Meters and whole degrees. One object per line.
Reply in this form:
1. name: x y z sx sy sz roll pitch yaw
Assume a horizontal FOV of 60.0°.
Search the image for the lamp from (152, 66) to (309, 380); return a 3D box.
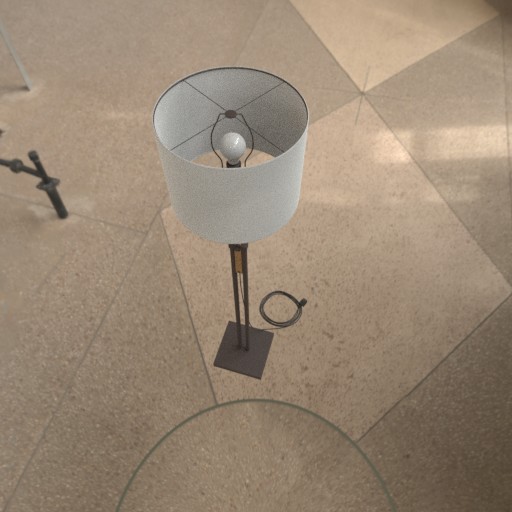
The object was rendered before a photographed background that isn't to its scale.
1. lamp: 0.000 0.000 1.893 0.474 1.650 0.639 14 57 9
